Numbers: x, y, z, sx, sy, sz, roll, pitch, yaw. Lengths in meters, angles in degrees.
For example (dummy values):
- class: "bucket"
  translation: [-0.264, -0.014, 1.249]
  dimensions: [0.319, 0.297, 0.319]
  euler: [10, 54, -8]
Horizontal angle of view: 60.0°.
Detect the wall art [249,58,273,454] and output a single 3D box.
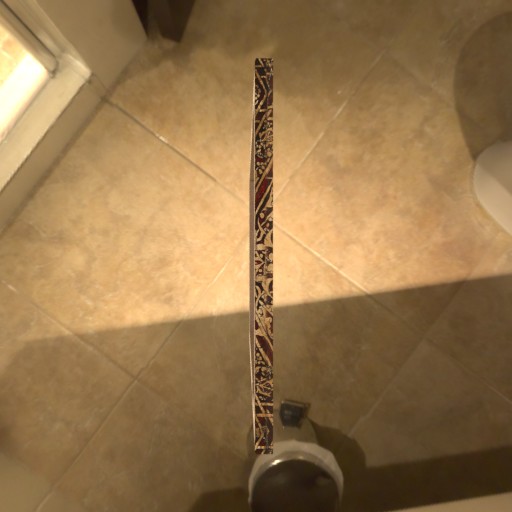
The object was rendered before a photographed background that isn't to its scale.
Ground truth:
- class: "wall art"
  translation: [0.000, 0.000, 0.743]
  dimensions: [0.020, 0.599, 0.397]
  euler: [0, 90, -1]
